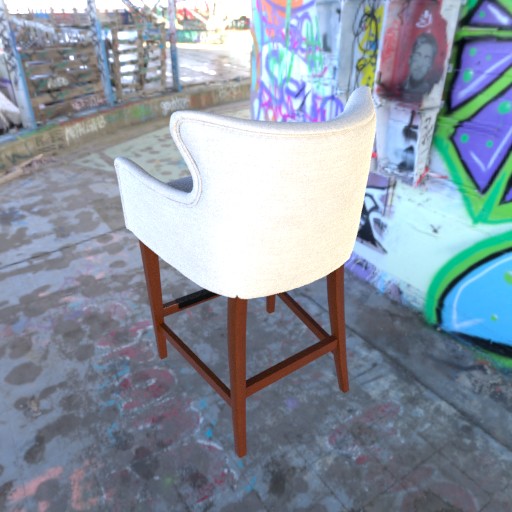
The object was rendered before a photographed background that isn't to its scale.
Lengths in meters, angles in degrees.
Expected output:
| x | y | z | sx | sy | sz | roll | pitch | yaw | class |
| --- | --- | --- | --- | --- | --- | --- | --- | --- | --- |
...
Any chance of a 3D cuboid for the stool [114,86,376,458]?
| x | y | z | sx | sy | sz | roll | pitch | yaw | class |
| --- | --- | --- | --- | --- | --- | --- | --- | --- | --- |
| 0.000 | 0.000 | 1.386 | 0.615 | 0.987 | 0.637 | -19 | 35 | -29 | stool |
